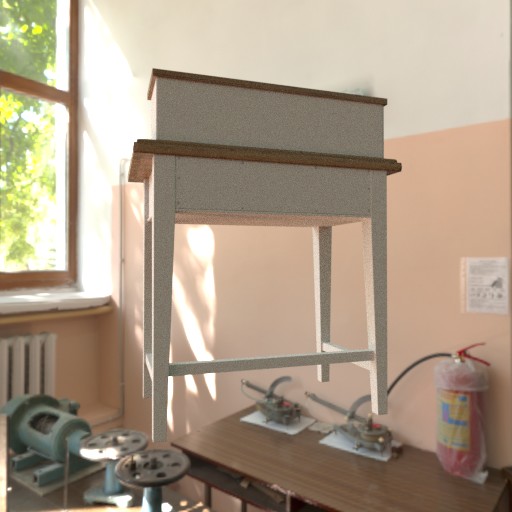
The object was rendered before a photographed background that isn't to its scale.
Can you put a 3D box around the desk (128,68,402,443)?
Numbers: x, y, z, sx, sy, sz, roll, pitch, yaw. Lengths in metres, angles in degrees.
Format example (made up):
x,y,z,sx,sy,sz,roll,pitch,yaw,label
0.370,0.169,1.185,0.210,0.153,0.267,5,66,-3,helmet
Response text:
x,y,z,sx,sy,sz,roll,pitch,yaw,label
0.000,0.000,1.485,0.814,0.981,0.462,0,-1,-18,desk
